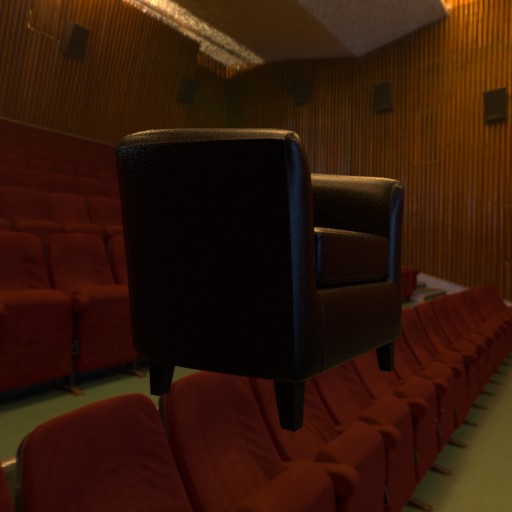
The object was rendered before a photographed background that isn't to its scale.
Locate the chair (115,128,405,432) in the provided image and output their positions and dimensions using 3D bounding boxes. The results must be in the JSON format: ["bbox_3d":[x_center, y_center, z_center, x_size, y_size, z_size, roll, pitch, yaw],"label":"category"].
[{"bbox_3d":[0.000,0.000,1.402,0.727,0.756,0.793,0,-1,35],"label":"chair"}]
